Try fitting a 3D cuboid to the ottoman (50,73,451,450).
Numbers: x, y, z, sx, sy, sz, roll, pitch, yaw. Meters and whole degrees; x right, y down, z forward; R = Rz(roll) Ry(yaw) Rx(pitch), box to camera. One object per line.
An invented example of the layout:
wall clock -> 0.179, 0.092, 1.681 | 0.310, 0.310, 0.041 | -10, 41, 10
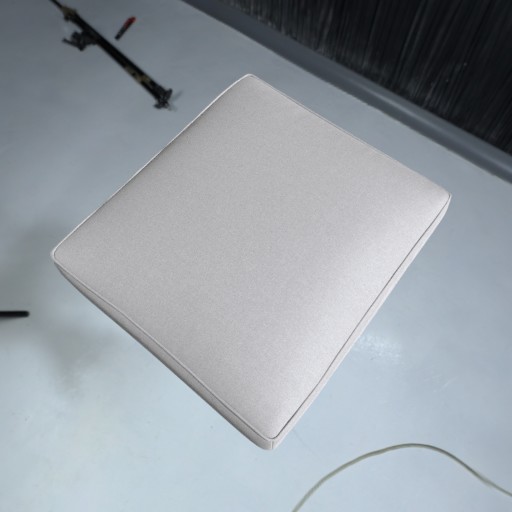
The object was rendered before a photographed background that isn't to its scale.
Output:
ottoman -> 0.000, 0.000, 1.163 | 0.662, 0.505, 0.721 | 36, 70, 15
